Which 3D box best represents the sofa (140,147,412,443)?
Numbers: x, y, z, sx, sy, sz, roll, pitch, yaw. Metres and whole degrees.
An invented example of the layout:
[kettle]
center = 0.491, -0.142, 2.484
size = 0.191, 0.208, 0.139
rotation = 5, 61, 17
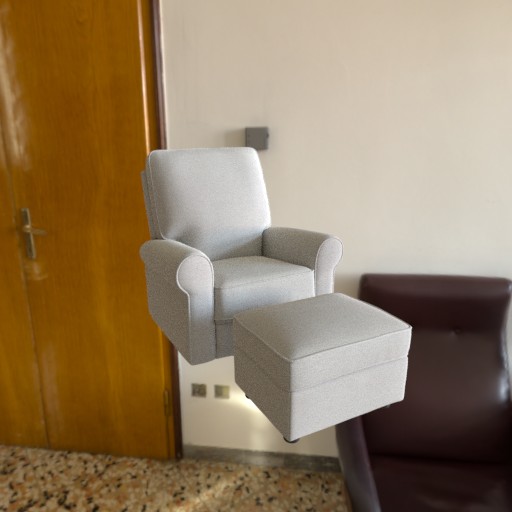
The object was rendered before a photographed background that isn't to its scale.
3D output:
[sofa]
center = 0.000, 0.000, 2.093
size = 0.880, 0.959, 1.478
rotation = -8, 18, -27
